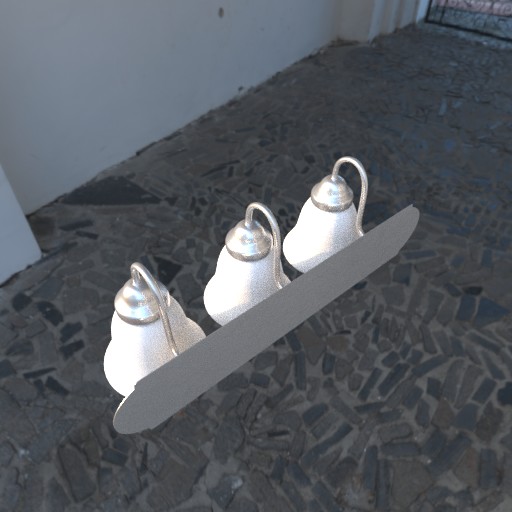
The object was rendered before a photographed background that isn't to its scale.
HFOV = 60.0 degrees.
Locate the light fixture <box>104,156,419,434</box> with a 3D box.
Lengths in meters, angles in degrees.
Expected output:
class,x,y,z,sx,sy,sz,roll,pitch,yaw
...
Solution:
class,x,y,z,sx,sy,sz,roll,pitch,yaw
light fixture,0.000,0.000,0.711,0.610,0.222,0.199,-30,52,-27
